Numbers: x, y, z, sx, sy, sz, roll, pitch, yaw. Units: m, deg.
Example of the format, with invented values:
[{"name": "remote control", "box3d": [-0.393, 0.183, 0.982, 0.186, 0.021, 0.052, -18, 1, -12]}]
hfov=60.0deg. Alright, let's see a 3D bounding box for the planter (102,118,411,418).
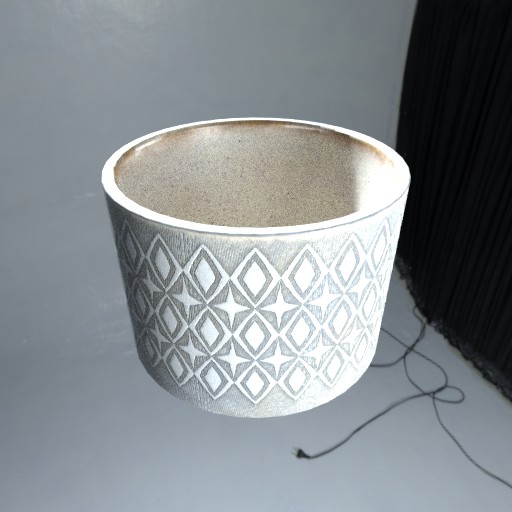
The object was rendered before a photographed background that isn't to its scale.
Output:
[{"name": "planter", "box3d": [0.000, 0.000, 0.316, 0.186, 0.144, 0.186, 0, 33, 0]}]
